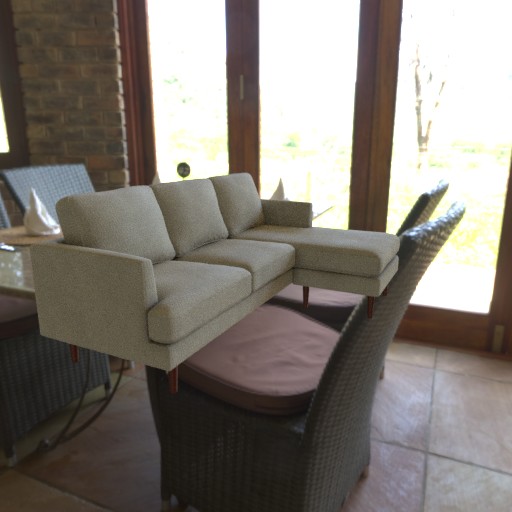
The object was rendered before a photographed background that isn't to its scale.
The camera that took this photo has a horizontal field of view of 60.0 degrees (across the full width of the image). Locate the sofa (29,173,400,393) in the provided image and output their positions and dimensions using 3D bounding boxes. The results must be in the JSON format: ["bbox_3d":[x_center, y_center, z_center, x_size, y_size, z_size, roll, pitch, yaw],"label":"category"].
[{"bbox_3d":[0.000,0.000,2.948,1.504,0.956,2.233,7,16,26],"label":"sofa"}]
